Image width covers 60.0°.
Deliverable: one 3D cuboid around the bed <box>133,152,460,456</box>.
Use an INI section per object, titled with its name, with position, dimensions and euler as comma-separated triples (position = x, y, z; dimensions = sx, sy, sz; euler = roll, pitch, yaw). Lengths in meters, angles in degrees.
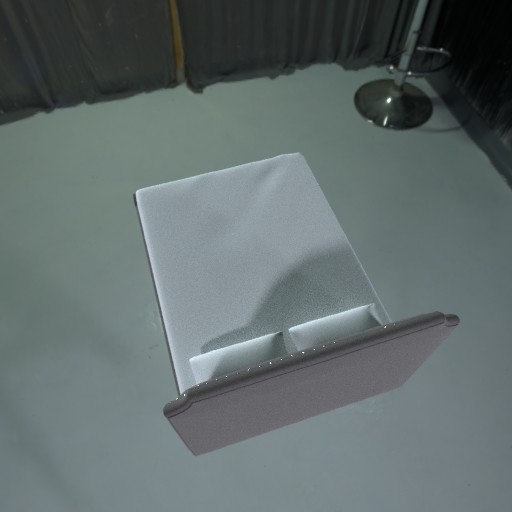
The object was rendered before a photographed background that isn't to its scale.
[bed]
position = 0.000, 0.000, 3.466
dimensions = 1.713, 1.443, 2.372
euler = -15, 58, -10
